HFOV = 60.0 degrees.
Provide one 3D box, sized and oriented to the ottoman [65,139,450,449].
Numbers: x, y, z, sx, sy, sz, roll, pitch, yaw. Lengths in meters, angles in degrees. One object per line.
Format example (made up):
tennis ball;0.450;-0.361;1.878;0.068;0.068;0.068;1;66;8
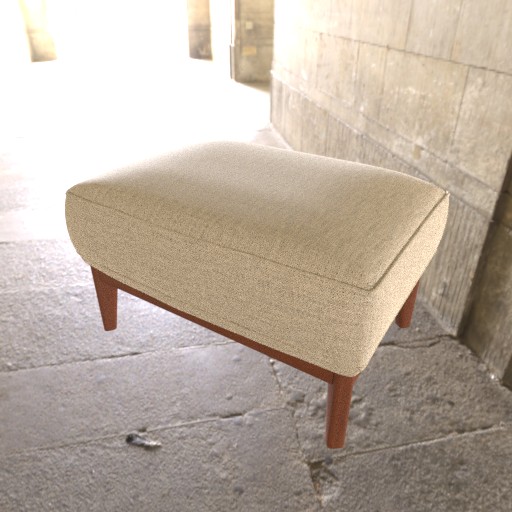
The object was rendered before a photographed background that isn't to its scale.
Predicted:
ottoman;0.000;0.000;1.145;0.794;0.465;0.594;18;35;28
